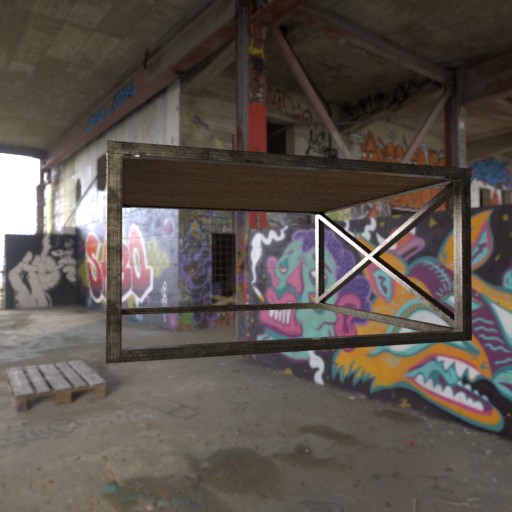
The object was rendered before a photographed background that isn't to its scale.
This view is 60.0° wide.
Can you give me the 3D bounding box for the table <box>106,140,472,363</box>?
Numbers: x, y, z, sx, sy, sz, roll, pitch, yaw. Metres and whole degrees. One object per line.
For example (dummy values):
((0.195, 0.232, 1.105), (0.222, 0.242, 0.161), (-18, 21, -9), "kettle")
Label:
((0.000, 0.000, 1.456), (0.909, 0.451, 0.899), (0, -1, -17), "table")
